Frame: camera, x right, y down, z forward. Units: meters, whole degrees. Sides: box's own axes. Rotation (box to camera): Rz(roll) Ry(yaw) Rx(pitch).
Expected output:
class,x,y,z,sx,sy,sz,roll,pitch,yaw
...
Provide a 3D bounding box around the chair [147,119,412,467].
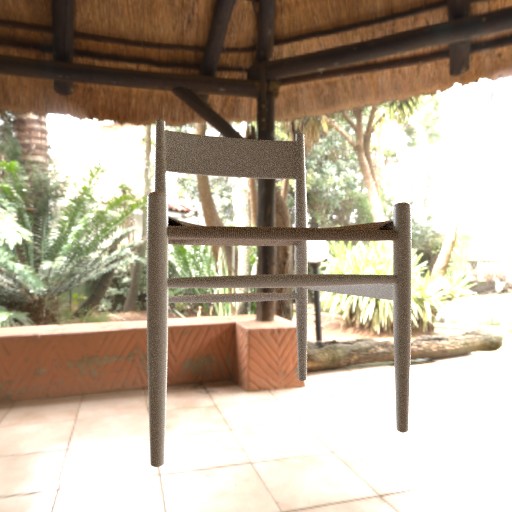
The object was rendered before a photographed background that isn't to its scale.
class,x,y,z,sx,sy,sz,roll,pitch,yaw
chair,0.000,0.000,1.098,0.556,0.762,0.495,0,0,-18
